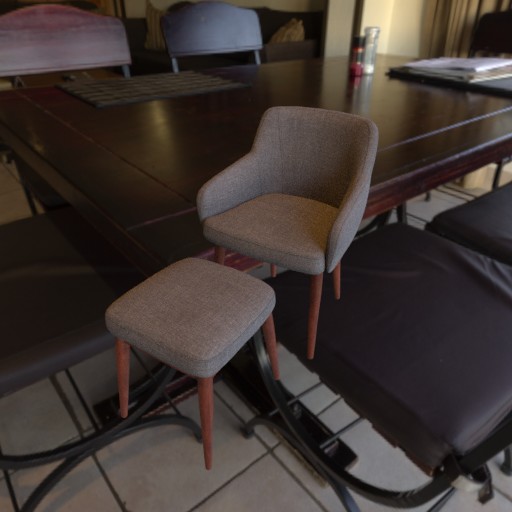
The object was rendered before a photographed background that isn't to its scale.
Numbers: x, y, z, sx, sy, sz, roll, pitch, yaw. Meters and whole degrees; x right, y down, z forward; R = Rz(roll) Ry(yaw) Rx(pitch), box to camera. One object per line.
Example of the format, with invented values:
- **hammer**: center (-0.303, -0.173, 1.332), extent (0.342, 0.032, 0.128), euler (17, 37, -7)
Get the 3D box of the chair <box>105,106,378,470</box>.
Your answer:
- **chair**: center (0.000, 0.000, 1.574), extent (0.584, 0.799, 1.107), euler (18, 36, 27)
